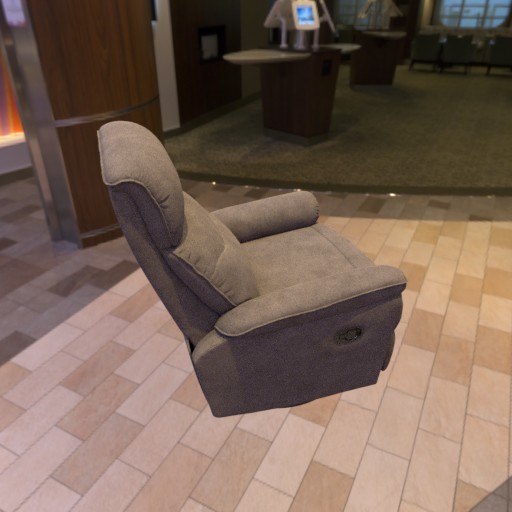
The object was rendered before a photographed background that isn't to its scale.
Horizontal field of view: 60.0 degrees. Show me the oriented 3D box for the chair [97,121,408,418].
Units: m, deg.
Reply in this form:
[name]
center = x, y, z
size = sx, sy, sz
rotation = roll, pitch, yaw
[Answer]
[chair]
center = 0.000, 0.000, 1.725
size = 1.009, 1.036, 0.830
rotation = -10, 32, -16
